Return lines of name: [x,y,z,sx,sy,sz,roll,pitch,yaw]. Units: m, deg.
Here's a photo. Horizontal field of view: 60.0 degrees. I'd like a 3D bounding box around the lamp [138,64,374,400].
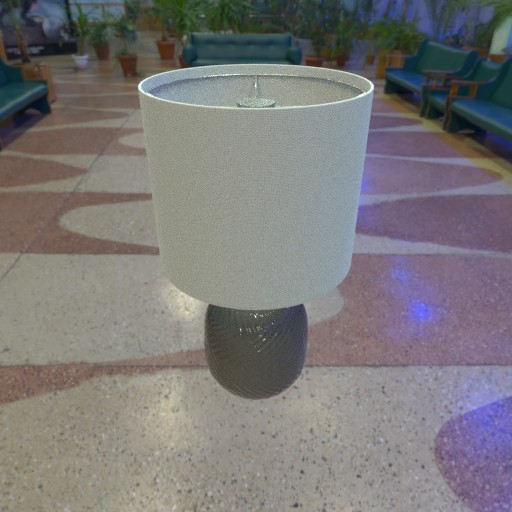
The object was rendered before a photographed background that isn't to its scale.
lamp: [0.000,0.000,0.492,0.207,0.366,0.207,0,31,0]
